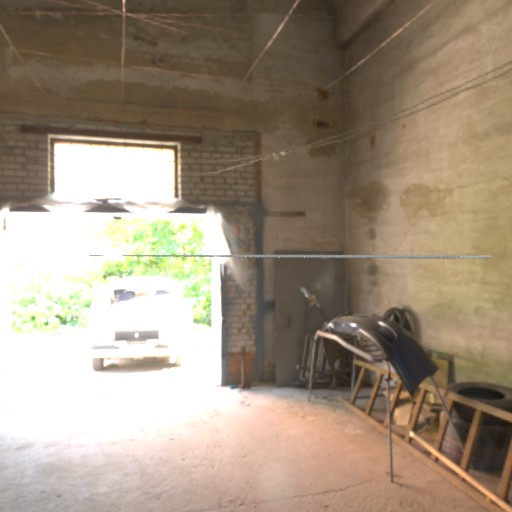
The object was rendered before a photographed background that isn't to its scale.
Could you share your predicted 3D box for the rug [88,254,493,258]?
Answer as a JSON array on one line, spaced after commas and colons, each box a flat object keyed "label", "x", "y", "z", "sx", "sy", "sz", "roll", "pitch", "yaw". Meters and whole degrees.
[{"label": "rug", "x": 0.000, "y": 0.000, "z": 2.509, "sx": 2.294, "sy": 0.011, "sz": 0.666, "roll": 0, "pitch": 0, "yaw": 37}]
